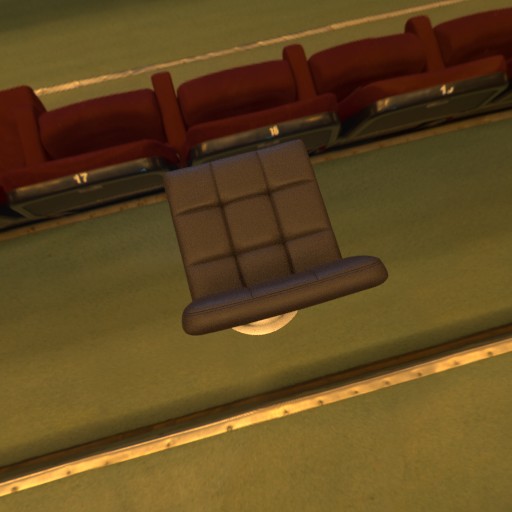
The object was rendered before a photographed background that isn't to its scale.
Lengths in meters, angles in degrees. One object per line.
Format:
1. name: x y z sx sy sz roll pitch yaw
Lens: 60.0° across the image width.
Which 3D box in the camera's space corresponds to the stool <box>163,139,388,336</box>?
1. stool: 0.000 0.000 1.428 0.430 1.115 0.505 -15 77 -4
